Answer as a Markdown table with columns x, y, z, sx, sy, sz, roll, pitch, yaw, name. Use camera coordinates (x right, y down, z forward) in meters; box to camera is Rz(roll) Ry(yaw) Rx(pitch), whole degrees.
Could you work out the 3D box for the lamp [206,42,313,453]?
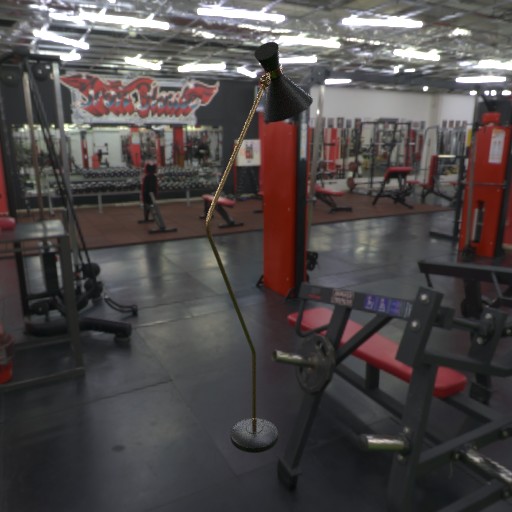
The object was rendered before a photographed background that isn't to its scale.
| x | y | z | sx | sy | sz | roll | pitch | yaw | name |
| --- | --- | --- | --- | --- | --- | --- | --- | --- | --- |
| 0.000 | 0.000 | 1.614 | 0.467 | 1.438 | 0.277 | -7 | 16 | -25 | lamp |
